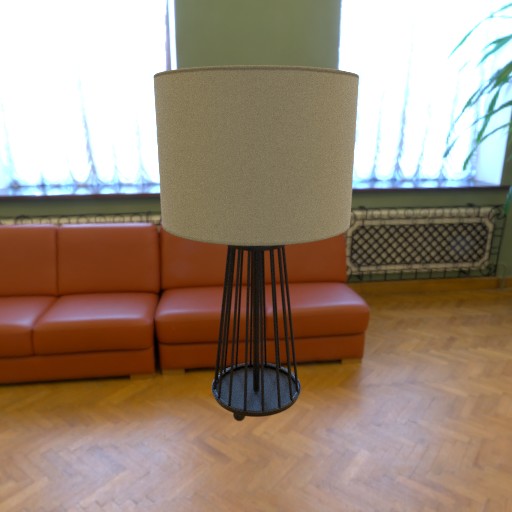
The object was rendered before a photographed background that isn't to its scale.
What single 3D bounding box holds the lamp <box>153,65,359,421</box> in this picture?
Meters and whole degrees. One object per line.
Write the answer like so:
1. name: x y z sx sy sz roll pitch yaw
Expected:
1. lamp: 0.000 0.000 0.792 0.322 0.593 0.322 -2 17 -8
